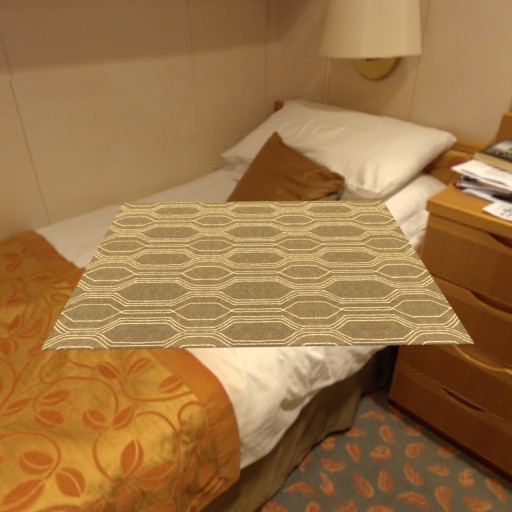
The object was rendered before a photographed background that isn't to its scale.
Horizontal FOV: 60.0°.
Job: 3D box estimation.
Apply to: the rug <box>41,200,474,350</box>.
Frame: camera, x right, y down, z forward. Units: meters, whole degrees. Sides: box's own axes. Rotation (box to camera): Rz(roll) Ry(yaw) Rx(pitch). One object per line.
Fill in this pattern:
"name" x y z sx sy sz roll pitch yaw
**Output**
"rug" 0.000 0.000 4.177 3.062 0.012 2.457 -1 31 -1
